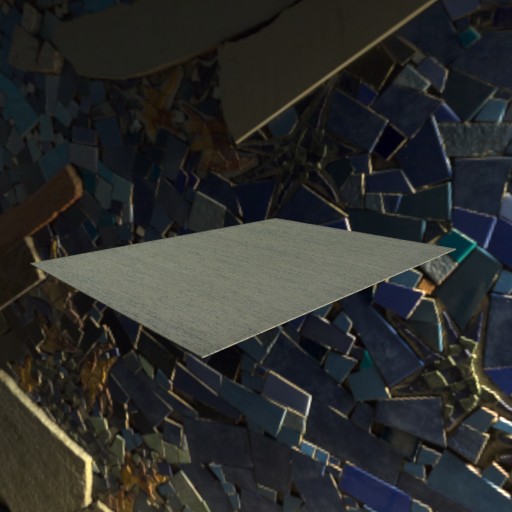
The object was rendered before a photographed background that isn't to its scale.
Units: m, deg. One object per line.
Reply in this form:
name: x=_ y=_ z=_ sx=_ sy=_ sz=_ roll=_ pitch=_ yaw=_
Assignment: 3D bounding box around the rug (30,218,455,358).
rug: x=0.000 y=0.000 z=4.167 sx=3.197 sy=0.006 sz=2.438 roll=-14 pitch=21 yaw=-43
